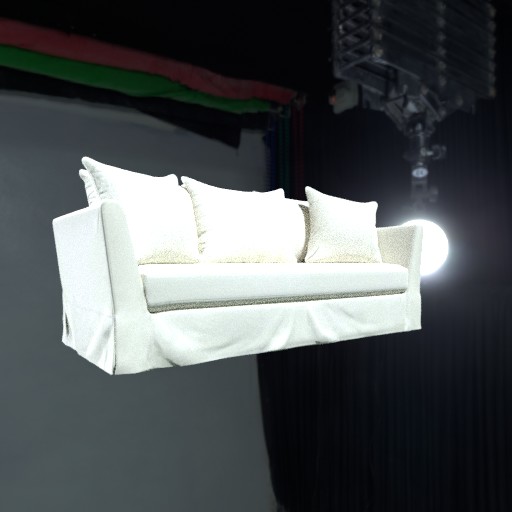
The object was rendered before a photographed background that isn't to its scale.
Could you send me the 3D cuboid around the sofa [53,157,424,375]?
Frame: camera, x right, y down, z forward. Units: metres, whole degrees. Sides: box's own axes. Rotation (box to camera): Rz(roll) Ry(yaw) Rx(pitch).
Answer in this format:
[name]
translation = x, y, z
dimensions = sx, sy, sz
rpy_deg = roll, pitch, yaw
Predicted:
[sofa]
translation = 0.000, 0.000, 2.905
dimensions = 2.290, 1.034, 1.031
rpy_deg = 0, -1, -36
